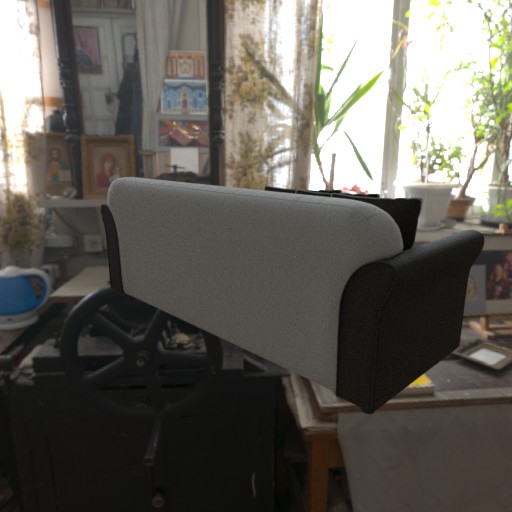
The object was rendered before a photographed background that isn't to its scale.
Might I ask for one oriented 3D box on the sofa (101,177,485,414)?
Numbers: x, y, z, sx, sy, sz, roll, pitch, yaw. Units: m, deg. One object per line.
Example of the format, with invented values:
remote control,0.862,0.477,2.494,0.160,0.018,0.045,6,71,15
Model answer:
sofa,0.000,0.000,2.357,0.755,0.787,2.001,-13,19,-43
